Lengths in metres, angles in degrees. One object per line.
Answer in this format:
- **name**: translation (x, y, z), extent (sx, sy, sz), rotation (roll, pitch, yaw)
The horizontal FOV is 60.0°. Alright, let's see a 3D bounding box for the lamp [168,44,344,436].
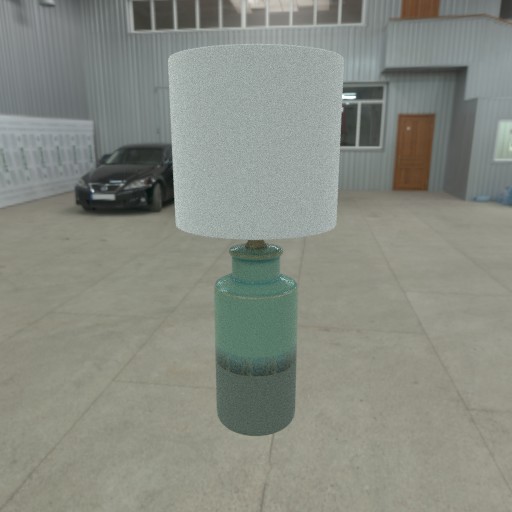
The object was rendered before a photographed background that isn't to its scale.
- **lamp**: translation (0.000, 0.000, 0.606), extent (0.212, 0.493, 0.212), rotation (-8, 17, -26)
